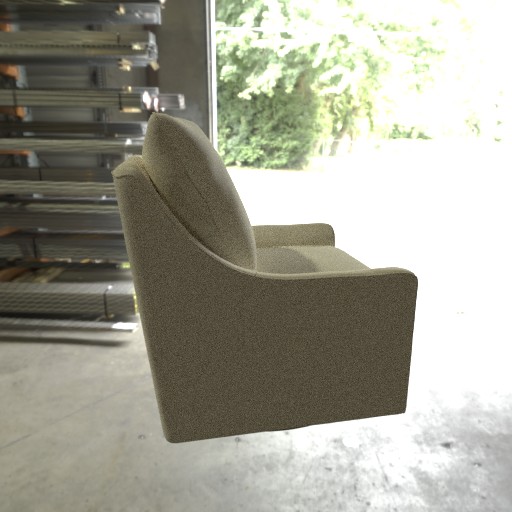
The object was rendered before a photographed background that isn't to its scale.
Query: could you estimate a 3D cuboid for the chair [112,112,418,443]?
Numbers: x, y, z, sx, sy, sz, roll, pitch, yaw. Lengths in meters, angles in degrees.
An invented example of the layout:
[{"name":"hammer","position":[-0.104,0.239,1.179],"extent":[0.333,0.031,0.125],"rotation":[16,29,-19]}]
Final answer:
[{"name":"chair","position":[0.000,0.000,1.601],"extent":[0.876,0.965,0.756],"rotation":[-3,16,-11]}]
